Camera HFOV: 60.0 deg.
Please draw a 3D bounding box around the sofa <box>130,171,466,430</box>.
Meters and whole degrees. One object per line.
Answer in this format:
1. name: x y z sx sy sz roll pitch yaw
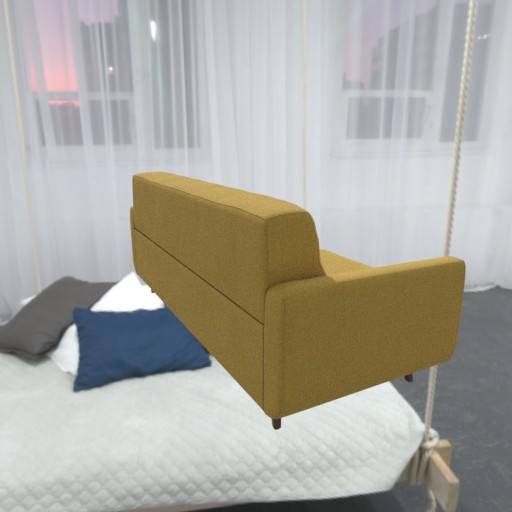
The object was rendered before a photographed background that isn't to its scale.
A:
1. sofa: 0.000 0.000 2.450 0.909 0.841 2.029 -8 17 -27
